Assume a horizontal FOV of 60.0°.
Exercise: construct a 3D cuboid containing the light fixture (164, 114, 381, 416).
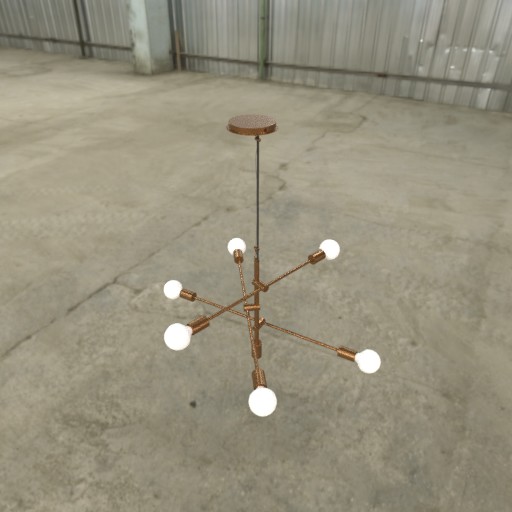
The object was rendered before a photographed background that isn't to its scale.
[{"bbox_3d":[0.000,0.000,1.230,0.637,0.744,0.682,-19,38,-27],"label":"light fixture"}]
